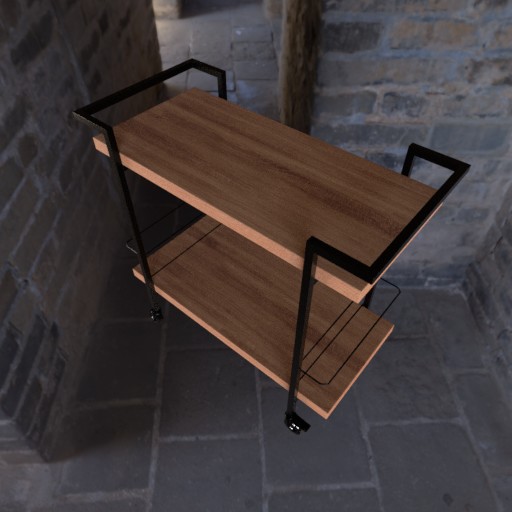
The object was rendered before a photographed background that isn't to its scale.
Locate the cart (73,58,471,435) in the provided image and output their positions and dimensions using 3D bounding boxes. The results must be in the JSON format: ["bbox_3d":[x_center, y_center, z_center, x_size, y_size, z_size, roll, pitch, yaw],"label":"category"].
[{"bbox_3d":[0.000,0.000,1.249,0.806,0.762,0.406,31,54,26],"label":"cart"}]
